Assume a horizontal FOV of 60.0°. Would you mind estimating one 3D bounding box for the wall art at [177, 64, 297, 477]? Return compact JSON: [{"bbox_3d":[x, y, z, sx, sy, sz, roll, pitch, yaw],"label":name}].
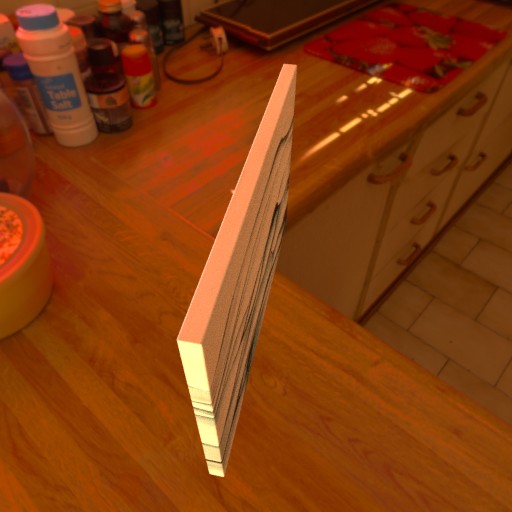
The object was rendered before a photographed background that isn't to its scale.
[{"bbox_3d":[0.000,0.000,1.157,0.039,0.609,0.914,9,48,8],"label":"wall art"}]
